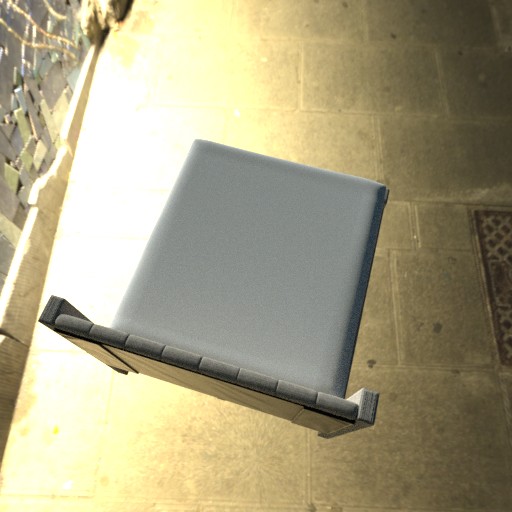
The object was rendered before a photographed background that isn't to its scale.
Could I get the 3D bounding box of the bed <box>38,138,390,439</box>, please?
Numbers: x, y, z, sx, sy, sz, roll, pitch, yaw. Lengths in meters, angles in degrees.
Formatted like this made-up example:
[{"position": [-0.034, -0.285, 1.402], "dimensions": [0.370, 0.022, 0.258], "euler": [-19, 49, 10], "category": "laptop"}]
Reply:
[{"position": [0.000, 0.000, 3.778], "dimensions": [2.044, 1.748, 2.372], "euler": [15, 66, 7], "category": "bed"}]
